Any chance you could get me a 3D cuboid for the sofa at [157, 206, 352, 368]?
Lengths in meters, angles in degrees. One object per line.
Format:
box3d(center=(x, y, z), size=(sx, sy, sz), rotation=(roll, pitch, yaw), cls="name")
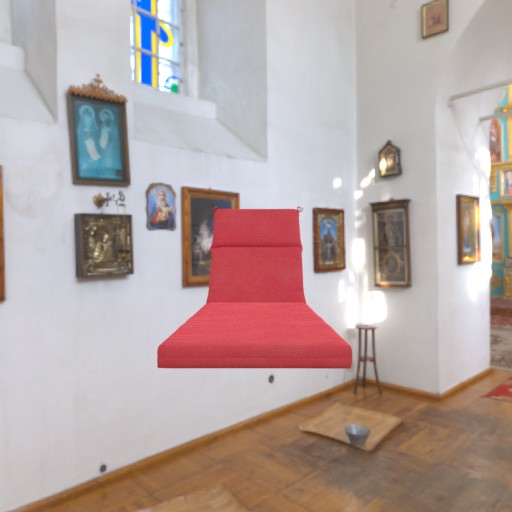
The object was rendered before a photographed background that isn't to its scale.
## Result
box3d(center=(0.000, 0.000, 1.984), size=(0.582, 0.622, 1.663), rotation=(0, 0, 0), cls="sofa")
